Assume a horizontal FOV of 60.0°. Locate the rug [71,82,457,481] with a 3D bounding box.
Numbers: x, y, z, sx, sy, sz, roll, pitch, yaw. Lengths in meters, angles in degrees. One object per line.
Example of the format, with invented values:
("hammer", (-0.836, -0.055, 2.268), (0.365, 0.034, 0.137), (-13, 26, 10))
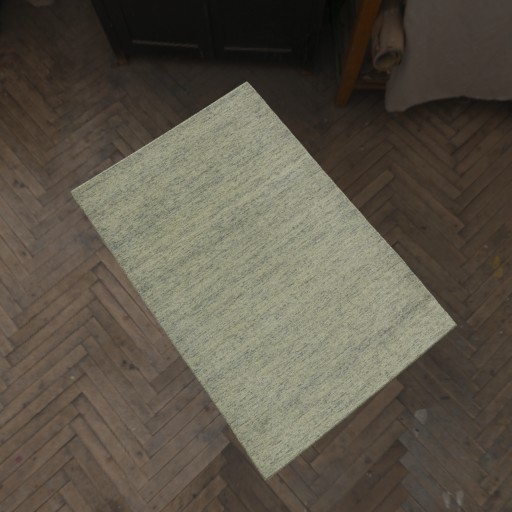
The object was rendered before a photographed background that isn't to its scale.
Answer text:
("rug", (0.000, 0.000, 2.395), (1.243, 0.014, 1.846), (-35, 77, -10))
